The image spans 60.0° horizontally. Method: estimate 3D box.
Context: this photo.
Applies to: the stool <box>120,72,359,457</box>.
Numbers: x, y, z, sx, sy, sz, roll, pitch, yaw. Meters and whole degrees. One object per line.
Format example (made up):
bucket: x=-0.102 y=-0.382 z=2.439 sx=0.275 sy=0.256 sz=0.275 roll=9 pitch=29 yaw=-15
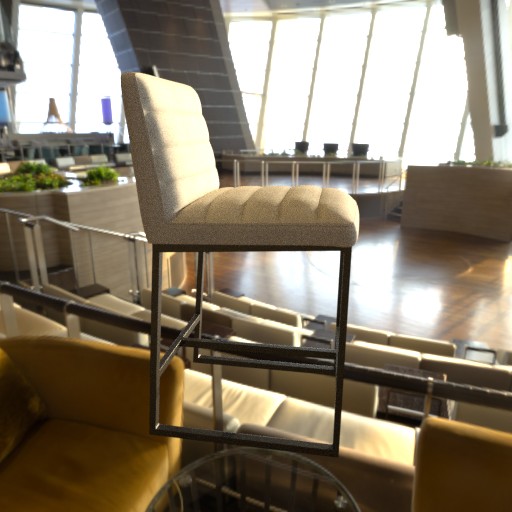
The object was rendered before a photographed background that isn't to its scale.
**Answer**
stool: x=0.000 y=0.000 z=1.294 sx=0.567 sy=0.971 sz=0.459 roll=3 pitch=17 yaw=10
